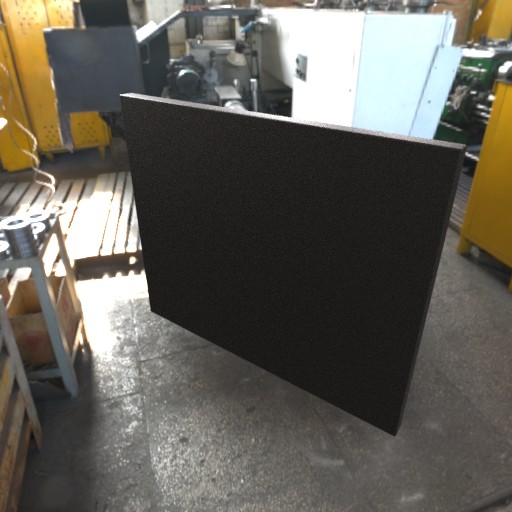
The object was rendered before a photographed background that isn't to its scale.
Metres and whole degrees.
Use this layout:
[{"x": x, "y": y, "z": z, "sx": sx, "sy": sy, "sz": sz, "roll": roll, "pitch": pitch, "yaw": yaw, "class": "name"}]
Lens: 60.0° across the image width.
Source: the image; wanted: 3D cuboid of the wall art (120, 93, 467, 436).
[{"x": 0.000, "y": 0.000, "z": 0.733, "sx": 0.558, "sy": 0.457, "sz": 0.031, "roll": 20, "pitch": 35, "yaw": 31, "class": "wall art"}]
